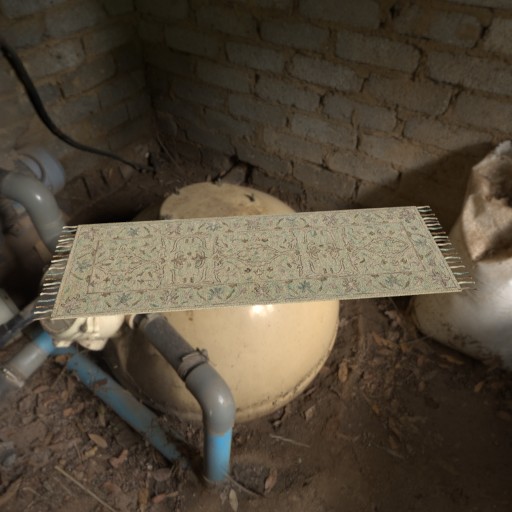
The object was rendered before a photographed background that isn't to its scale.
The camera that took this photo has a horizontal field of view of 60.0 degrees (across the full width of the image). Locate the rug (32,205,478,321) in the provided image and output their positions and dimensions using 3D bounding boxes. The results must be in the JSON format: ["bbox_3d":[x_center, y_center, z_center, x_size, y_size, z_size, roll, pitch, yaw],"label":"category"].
[{"bbox_3d":[0.000,0.000,2.675,2.440,0.013,0.769,-4,45,-4],"label":"rug"}]
